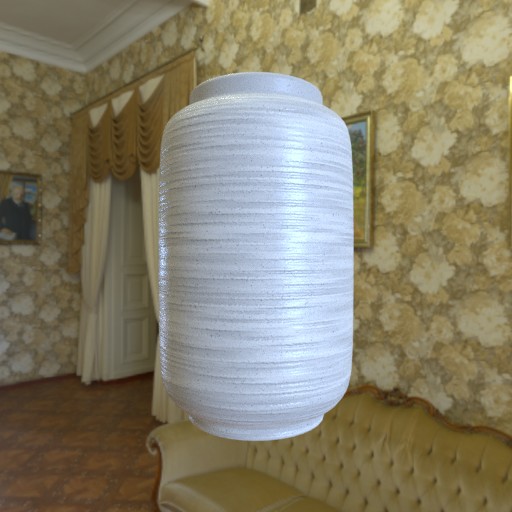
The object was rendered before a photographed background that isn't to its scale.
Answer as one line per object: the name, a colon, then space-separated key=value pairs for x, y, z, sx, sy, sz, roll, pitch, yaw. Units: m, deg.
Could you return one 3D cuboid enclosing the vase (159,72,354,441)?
vase: x=0.000 y=0.000 z=0.470 sx=0.202 sy=0.335 sz=0.202 roll=0 pitch=0 yaw=0
